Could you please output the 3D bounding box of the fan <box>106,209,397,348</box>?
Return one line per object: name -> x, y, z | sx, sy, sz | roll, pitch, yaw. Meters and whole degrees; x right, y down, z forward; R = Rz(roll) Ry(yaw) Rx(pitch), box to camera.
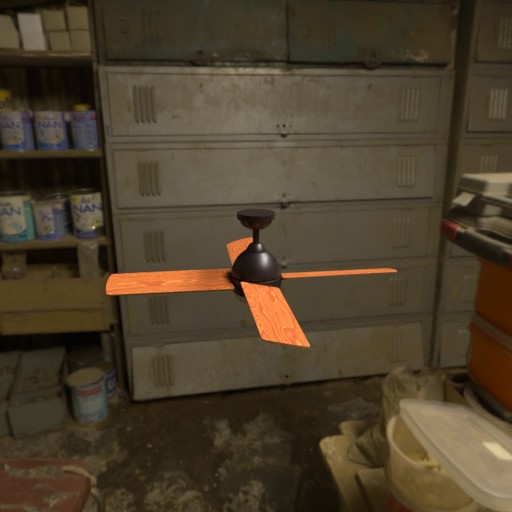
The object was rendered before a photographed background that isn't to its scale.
fan -> 0.000, 0.000, 2.022 | 1.332, 0.403, 1.332 | -3, 17, -8
